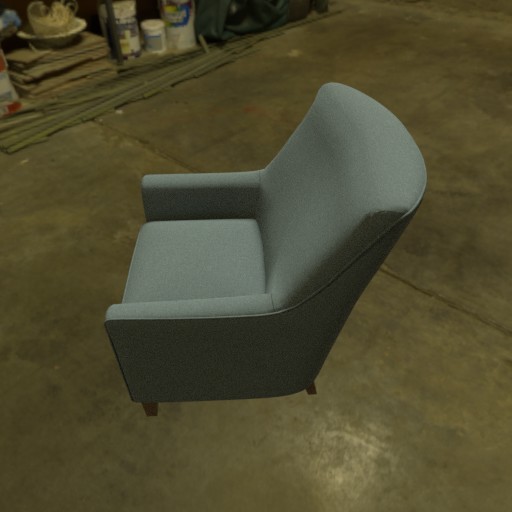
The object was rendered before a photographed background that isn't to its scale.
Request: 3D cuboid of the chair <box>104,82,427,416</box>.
[{"bbox_3d":[0.000,0.000,1.526,0.879,0.916,0.756,-2,42,-2],"label":"chair"}]
